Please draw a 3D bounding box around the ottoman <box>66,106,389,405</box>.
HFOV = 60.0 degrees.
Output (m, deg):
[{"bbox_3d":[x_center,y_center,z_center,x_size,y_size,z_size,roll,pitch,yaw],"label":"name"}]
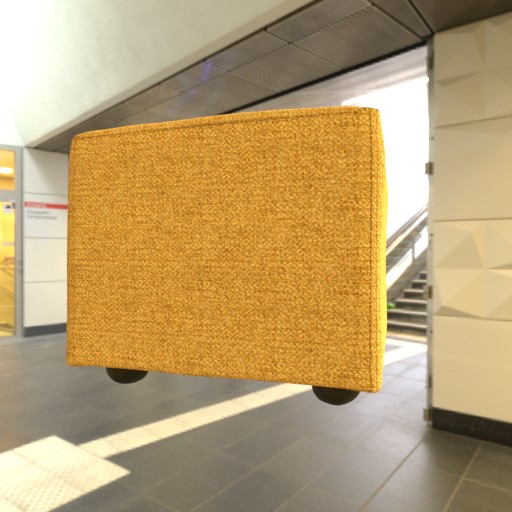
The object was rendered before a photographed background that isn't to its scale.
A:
[{"bbox_3d":[0.000,0.000,0.885,0.505,0.441,0.512,0,0,17],"label":"ottoman"}]
